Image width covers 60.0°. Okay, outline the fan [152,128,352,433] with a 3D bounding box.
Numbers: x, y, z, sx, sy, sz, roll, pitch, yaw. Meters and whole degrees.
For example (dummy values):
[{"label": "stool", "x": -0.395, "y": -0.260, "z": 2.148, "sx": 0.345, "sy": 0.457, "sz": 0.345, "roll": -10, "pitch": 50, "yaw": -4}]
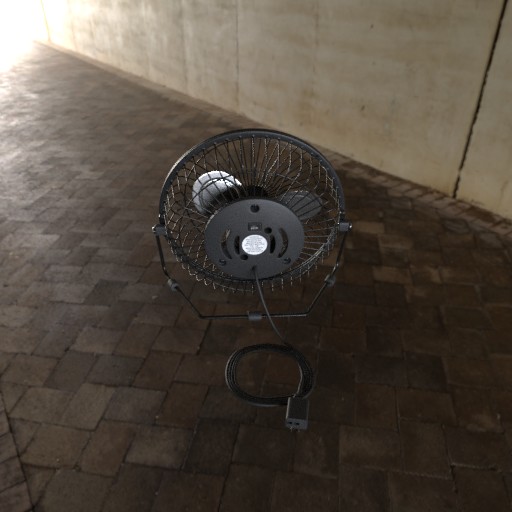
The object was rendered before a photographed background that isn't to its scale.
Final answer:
[{"label": "fan", "x": 0.000, "y": 0.000, "z": 0.385, "sx": 0.209, "sy": 0.188, "sz": 0.227, "roll": -1, "pitch": 32, "yaw": -2}]
